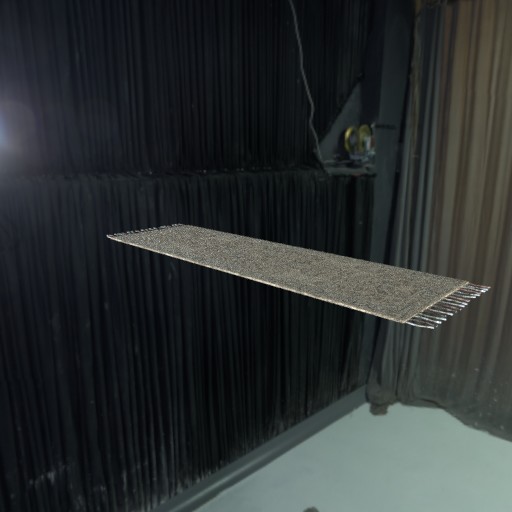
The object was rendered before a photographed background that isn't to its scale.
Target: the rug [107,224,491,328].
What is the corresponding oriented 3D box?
[{"bbox_3d":[0.000,0.000,2.920,2.664,0.011,0.762,13,19,42],"label":"rug"}]
